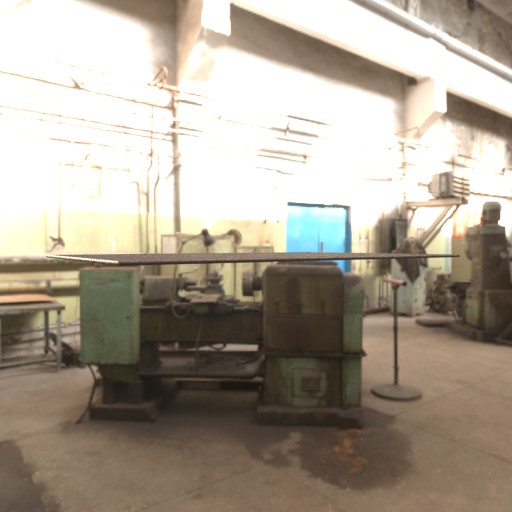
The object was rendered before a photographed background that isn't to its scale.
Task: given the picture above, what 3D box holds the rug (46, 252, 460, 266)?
[{"bbox_3d":[0.000,0.000,2.224,1.748,0.014,1.144,-1,2,-35],"label":"rug"}]
